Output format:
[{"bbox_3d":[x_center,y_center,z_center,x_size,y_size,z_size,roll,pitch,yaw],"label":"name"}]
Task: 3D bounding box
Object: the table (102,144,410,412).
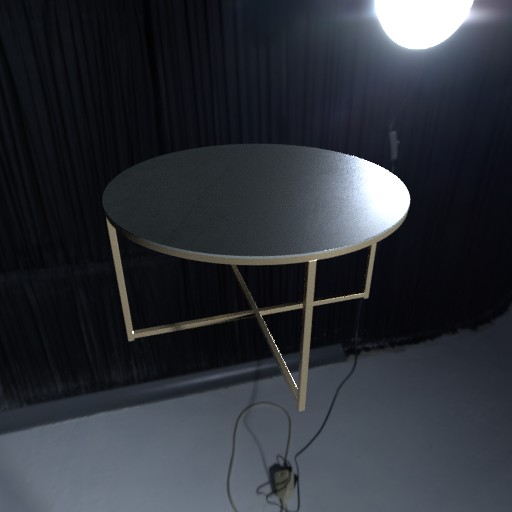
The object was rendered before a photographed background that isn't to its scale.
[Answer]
[{"bbox_3d":[0.000,0.000,1.313,0.800,0.450,0.800,0,29,0],"label":"table"}]
